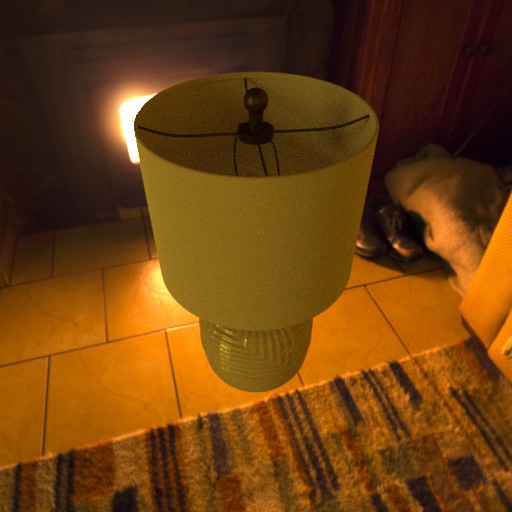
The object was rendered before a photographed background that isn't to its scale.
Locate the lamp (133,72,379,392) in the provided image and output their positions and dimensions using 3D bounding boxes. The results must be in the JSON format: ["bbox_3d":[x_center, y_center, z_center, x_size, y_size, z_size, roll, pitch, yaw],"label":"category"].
[{"bbox_3d":[0.000,0.000,0.749,0.318,0.567,0.318,0,42,0],"label":"lamp"}]
